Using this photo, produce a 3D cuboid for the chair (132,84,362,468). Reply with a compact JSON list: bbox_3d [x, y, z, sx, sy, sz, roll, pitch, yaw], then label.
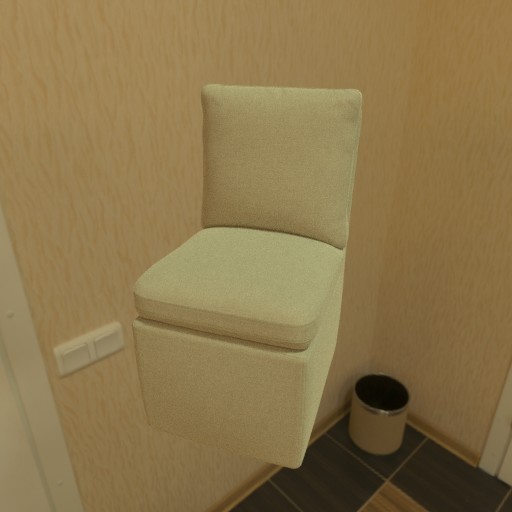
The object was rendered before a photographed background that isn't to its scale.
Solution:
[{"bbox_3d":[0.000,0.000,1.340,0.503,0.927,0.698,9,28,17],"label":"chair"}]
